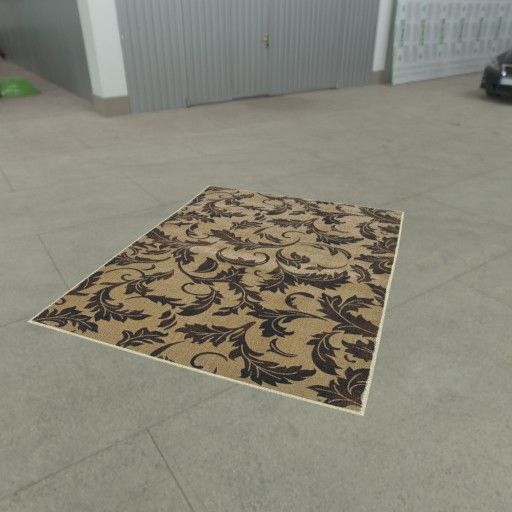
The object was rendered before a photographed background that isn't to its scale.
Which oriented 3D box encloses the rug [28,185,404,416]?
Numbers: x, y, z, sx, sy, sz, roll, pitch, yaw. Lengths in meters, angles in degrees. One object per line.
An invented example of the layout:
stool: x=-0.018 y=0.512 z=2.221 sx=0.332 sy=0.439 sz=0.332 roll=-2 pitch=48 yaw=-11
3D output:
rug: x=0.000 y=0.000 z=3.993 sx=2.380 sy=0.008 sz=2.977 roll=10 pitch=31 yaw=18
